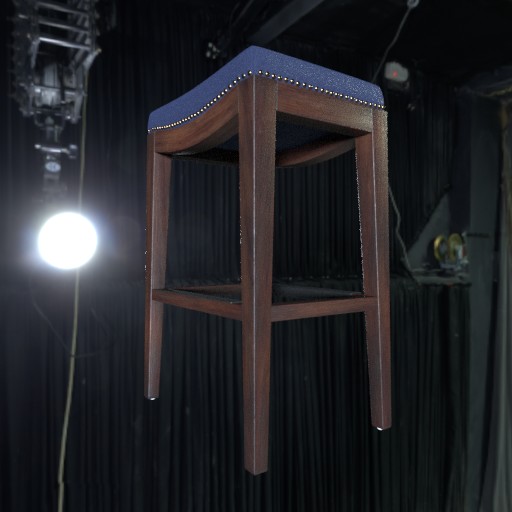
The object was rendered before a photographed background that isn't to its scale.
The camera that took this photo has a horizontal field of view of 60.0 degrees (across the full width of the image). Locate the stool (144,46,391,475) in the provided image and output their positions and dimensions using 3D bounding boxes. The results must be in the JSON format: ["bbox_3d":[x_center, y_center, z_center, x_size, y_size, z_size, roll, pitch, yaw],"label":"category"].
[{"bbox_3d":[0.000,0.000,1.043,0.358,0.740,0.498,0,1,-35],"label":"stool"}]
